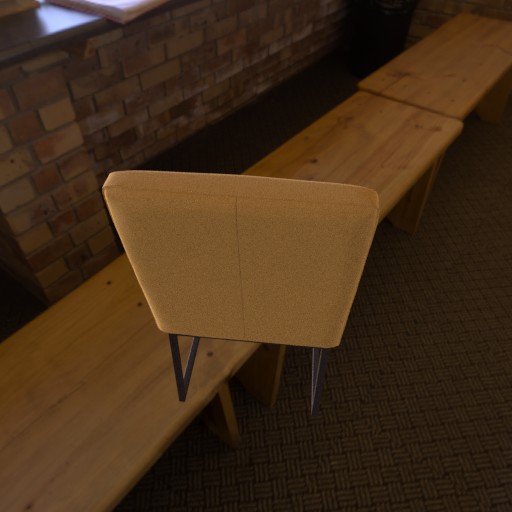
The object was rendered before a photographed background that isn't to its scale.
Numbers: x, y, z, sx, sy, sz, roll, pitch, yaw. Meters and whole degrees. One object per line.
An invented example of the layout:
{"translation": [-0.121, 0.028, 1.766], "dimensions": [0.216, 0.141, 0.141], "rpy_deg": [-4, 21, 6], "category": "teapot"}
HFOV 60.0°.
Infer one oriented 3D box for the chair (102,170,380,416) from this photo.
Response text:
{"translation": [0.000, 0.000, 1.319], "dimensions": [0.520, 0.930, 0.634], "rpy_deg": [5, 46, 4], "category": "chair"}
